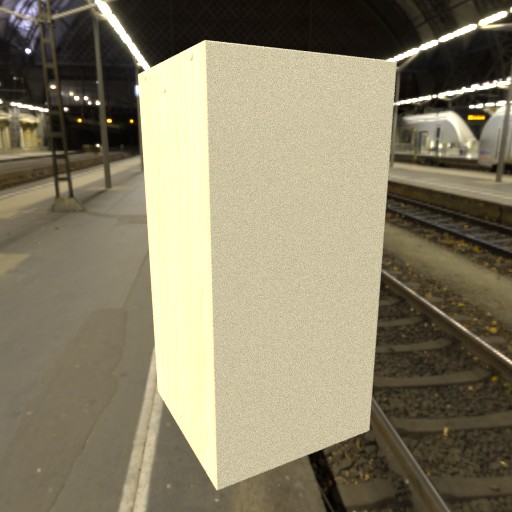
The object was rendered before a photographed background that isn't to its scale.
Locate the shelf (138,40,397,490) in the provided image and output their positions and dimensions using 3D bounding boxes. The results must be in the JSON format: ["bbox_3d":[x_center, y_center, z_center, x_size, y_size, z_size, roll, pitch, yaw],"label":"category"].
[{"bbox_3d":[0.000,0.000,0.755,0.290,0.594,0.297,-8,17,-27],"label":"shelf"}]
